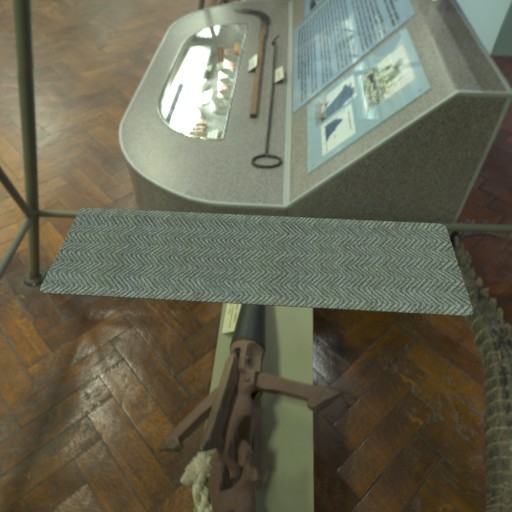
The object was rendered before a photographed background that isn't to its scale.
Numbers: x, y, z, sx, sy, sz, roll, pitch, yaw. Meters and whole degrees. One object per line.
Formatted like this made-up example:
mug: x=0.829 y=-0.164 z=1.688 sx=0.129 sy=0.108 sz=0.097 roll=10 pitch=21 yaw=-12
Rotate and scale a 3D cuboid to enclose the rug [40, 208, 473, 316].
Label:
rug: x=0.000 y=0.000 z=2.548 sx=2.286 sy=0.008 sz=0.686 roll=3 pitch=47 yaw=3
